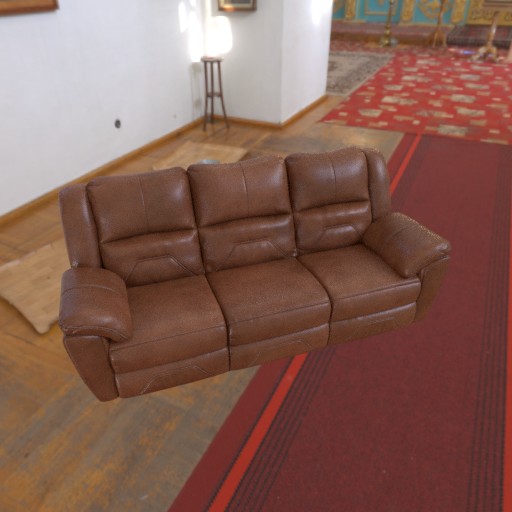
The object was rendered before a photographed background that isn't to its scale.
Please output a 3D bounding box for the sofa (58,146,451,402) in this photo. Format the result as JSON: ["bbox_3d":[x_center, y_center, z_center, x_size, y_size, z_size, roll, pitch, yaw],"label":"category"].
[{"bbox_3d":[0.000,0.000,2.860,2.337,1.043,0.991,-10,34,-16],"label":"sofa"}]
